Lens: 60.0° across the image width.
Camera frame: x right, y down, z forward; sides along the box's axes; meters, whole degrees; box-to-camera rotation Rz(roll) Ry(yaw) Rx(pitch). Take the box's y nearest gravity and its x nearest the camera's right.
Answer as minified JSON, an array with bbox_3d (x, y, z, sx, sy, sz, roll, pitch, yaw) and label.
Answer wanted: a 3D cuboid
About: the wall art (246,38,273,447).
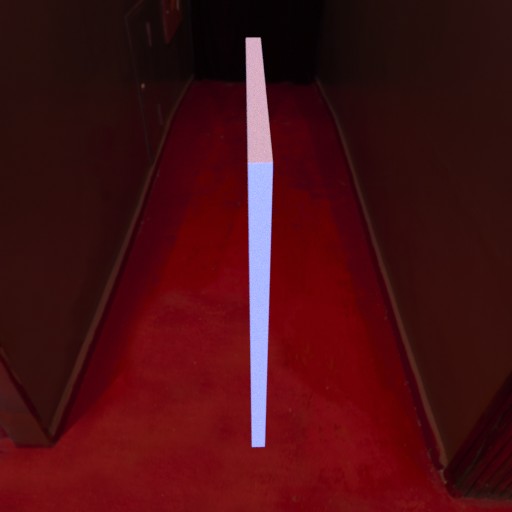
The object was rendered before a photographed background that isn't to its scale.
[{"bbox_3d":[0.000,0.000,1.184,0.037,0.916,0.610,-1,42,-1],"label":"wall art"}]
